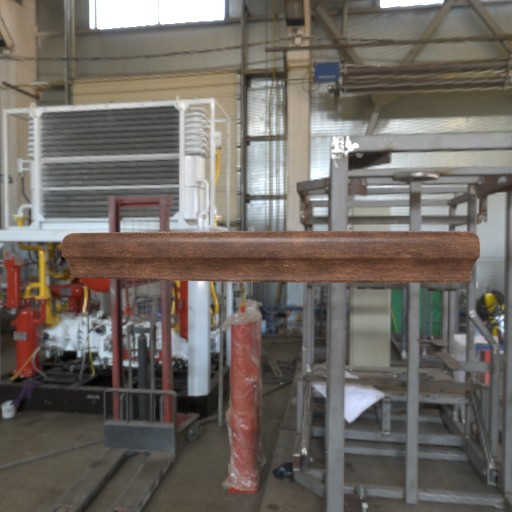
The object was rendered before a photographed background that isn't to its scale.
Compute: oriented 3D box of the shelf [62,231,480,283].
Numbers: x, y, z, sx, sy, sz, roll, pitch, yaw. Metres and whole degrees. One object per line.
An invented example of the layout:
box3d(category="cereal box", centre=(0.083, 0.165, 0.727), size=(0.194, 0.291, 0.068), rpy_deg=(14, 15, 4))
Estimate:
box3d(category="shelf", centre=(0.000, 0.000, 0.460), size=(0.310, 0.050, 0.310), rpy_deg=(-1, 2, -36))
